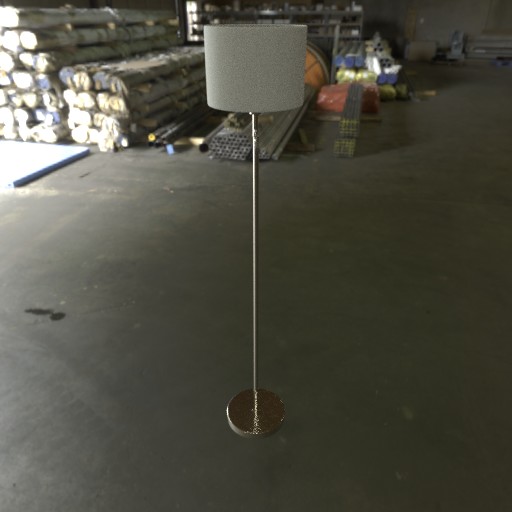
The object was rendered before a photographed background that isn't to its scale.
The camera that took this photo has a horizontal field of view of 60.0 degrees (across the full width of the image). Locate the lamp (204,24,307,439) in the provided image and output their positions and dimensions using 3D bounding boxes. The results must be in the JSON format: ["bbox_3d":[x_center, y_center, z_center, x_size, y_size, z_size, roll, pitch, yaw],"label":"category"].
[{"bbox_3d":[0.000,0.000,1.735,0.324,1.600,0.416,-1,29,-2],"label":"lamp"}]
